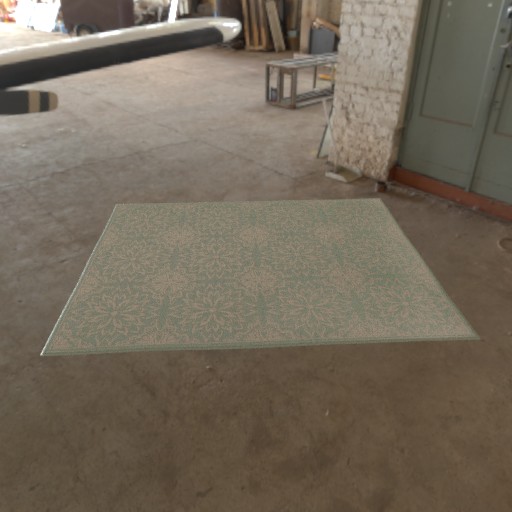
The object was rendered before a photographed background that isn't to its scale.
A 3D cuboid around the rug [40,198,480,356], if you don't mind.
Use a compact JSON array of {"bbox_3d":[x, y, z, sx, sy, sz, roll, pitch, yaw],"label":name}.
[{"bbox_3d":[0.000,0.000,3.995,2.980,0.012,2.363,-2,32,-3],"label":"rug"}]
